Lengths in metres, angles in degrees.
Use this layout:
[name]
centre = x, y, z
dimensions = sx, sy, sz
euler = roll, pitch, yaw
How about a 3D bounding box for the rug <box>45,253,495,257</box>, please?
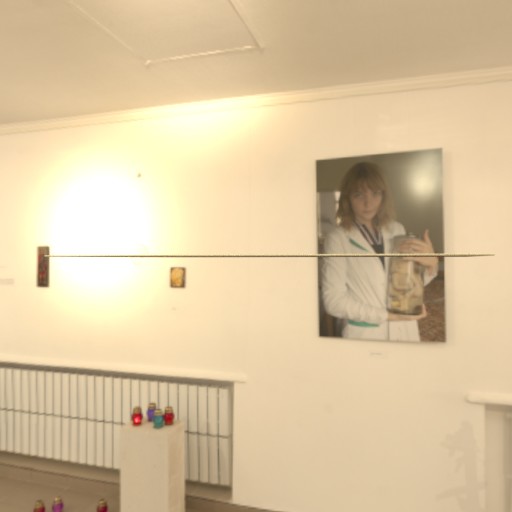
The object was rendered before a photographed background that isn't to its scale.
[rug]
centre = 0.000, 0.000, 2.667
dimensions = 2.435, 0.009, 0.750
euler = 0, -1, 17
